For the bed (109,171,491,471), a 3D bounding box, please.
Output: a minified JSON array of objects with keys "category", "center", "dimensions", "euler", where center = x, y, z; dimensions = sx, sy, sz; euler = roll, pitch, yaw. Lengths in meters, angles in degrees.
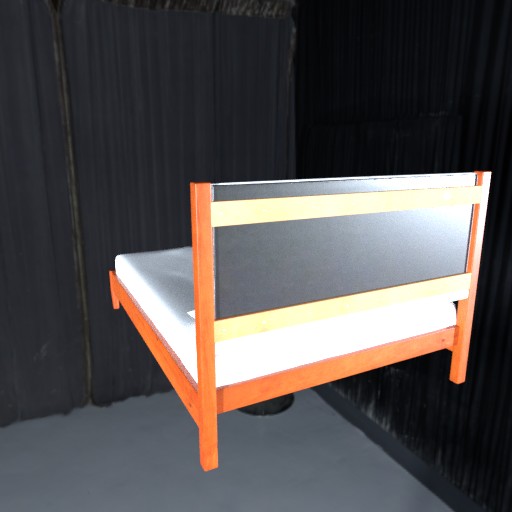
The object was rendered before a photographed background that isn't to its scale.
[{"category":"bed","center":[0.000,0.000,2.919],"dimensions":[1.566,1.165,2.117],"euler":[-7,16,-26]}]
